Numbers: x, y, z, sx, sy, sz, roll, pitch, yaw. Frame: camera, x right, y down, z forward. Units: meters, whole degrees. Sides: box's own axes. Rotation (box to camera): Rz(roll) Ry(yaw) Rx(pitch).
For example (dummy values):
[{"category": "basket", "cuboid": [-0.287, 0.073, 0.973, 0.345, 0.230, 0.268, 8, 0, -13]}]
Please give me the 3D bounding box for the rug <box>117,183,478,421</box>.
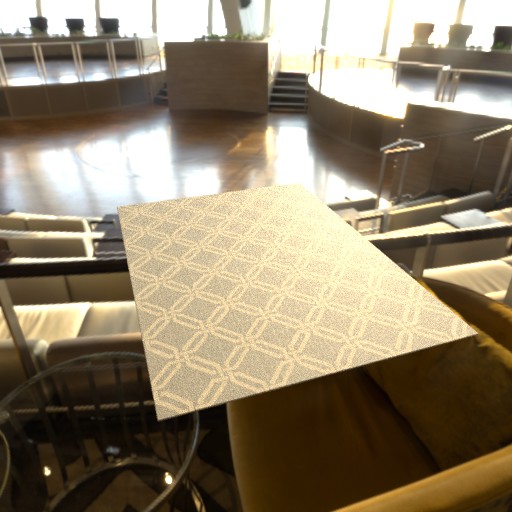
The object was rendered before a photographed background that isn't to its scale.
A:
[{"category": "rug", "cuboid": [0.000, 0.000, 4.410, 2.438, 0.013, 3.353, -10, 32, -17]}]
